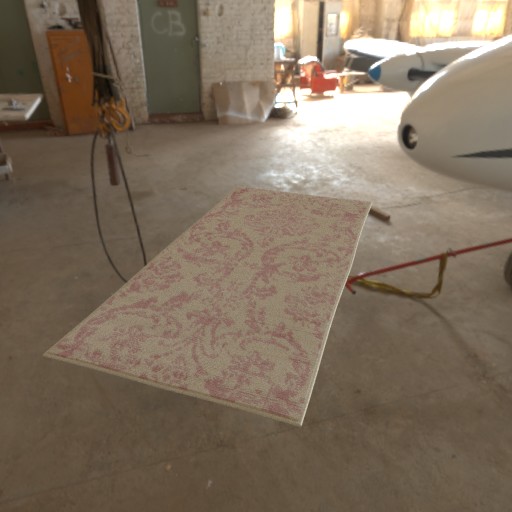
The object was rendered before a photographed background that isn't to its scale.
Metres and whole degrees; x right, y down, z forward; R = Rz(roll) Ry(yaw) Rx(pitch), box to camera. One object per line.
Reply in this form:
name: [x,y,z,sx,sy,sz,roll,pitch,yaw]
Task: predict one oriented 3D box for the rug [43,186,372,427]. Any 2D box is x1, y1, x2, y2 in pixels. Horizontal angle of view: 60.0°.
rug: [0.000,0.000,1.426,0.604,0.007,1.219,9,30,17]
